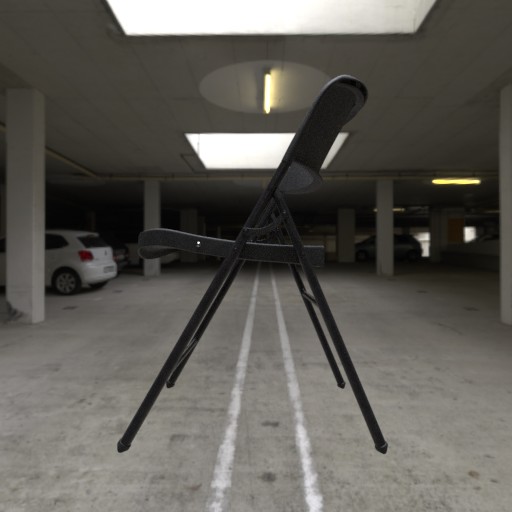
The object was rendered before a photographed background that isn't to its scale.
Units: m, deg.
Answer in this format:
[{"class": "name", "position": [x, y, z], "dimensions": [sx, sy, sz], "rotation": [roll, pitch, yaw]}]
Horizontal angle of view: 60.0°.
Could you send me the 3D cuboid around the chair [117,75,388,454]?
[{"class": "chair", "position": [0.000, 0.000, 1.149], "dimensions": [0.566, 0.810, 0.494], "rotation": [0, -1, 1]}]
